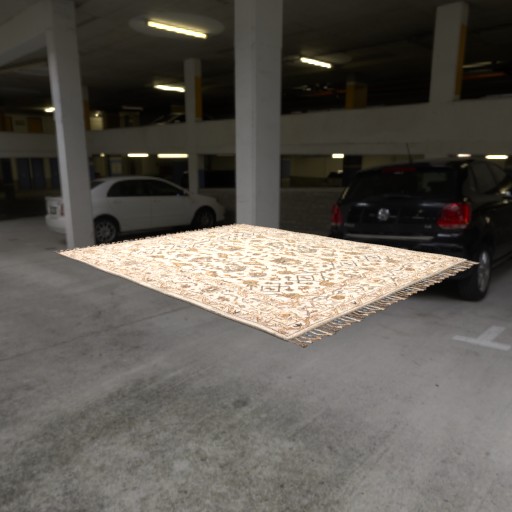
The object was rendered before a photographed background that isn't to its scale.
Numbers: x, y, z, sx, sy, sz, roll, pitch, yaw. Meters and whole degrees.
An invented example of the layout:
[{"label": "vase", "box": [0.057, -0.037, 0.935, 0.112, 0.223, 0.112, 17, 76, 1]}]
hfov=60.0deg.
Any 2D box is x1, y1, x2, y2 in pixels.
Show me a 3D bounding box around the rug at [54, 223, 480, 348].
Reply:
[{"label": "rug", "box": [0.000, 0.000, 4.021, 3.061, 0.034, 2.426, 13, 18, 43]}]
